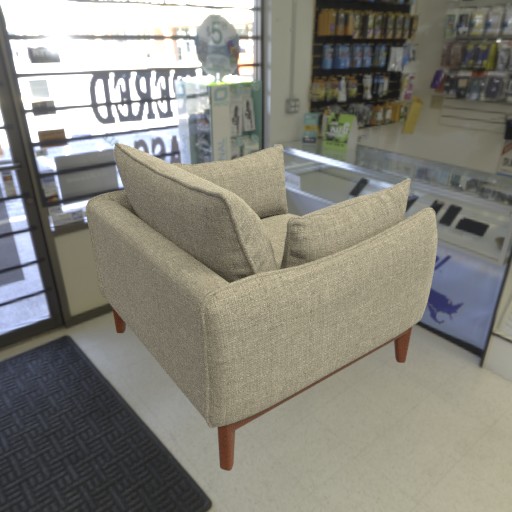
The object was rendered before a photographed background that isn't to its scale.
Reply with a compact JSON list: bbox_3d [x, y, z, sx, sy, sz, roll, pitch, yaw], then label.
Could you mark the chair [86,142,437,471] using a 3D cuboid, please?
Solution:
[{"bbox_3d":[0.000,0.000,1.700,0.976,0.839,0.993,-18,31,-32],"label":"chair"}]
